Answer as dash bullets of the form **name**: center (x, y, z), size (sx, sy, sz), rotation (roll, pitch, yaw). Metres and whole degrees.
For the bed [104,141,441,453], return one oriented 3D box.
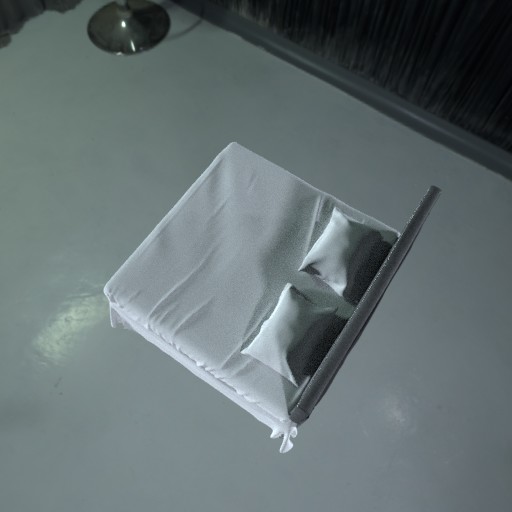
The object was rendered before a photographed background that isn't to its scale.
- **bed**: center (0.000, 0.000, 3.844), size (2.219, 1.651, 2.314), rotation (32, 69, 14)
